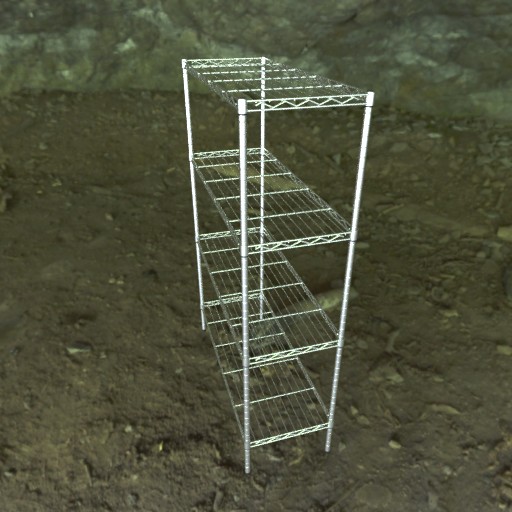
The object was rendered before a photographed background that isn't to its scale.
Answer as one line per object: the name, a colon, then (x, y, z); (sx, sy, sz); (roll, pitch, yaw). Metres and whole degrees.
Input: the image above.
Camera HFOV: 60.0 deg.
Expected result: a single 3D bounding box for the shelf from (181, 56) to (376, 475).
shelf: (0.000, 0.000, 1.753); (0.352, 1.360, 0.907); (-8, 31, -14)
